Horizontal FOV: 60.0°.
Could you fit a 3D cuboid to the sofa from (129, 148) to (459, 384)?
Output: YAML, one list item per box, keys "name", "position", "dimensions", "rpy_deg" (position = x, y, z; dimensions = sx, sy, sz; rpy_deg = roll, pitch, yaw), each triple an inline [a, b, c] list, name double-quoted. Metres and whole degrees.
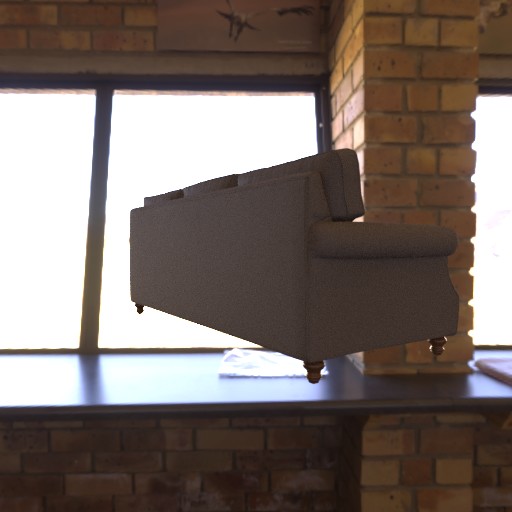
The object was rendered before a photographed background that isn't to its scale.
- name: "sofa"
  position: [0.000, 0.000, 2.816]
  dimensions: [0.966, 0.948, 2.353]
  rpy_deg: [-1, 2, -34]
